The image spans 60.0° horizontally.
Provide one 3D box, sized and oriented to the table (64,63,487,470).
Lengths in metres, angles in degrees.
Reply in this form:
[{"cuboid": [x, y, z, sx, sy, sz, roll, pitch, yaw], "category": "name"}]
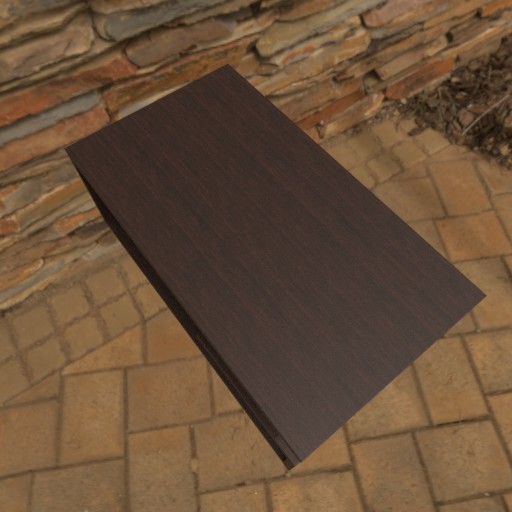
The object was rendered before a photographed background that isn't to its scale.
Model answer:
[{"cuboid": [0.000, 0.000, 1.377, 0.590, 0.460, 1.050, -35, 67, -17], "category": "table"}]
